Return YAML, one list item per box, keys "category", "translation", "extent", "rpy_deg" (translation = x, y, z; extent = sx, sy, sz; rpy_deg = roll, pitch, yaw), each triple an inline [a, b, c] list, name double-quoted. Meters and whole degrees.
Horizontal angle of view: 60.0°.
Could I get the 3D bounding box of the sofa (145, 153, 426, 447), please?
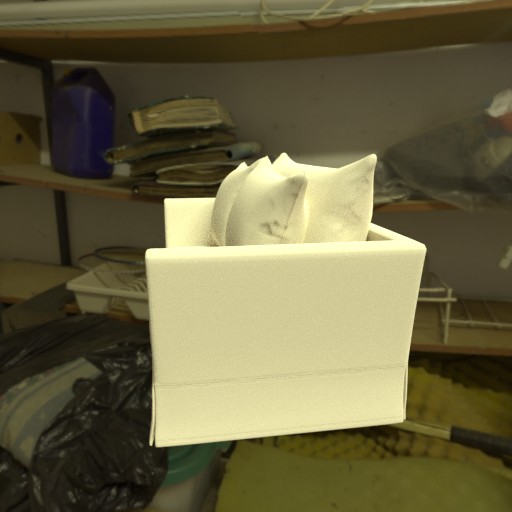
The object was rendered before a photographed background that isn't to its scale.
- category: "sofa"
  translation: [0.000, 0.000, 2.284]
  extent: [1.026, 1.039, 1.608]
  rpy_deg: [-2, 14, -9]
